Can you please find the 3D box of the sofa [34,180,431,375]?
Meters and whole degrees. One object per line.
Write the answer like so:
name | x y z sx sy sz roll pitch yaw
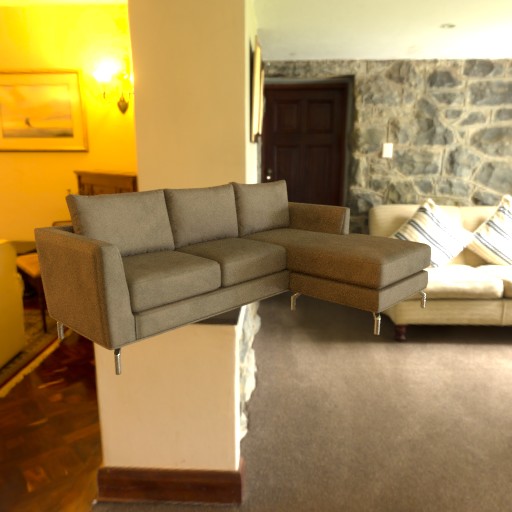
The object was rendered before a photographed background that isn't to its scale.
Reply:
sofa | 0.000 0.000 3.206 1.622 0.987 2.438 11 17 42
